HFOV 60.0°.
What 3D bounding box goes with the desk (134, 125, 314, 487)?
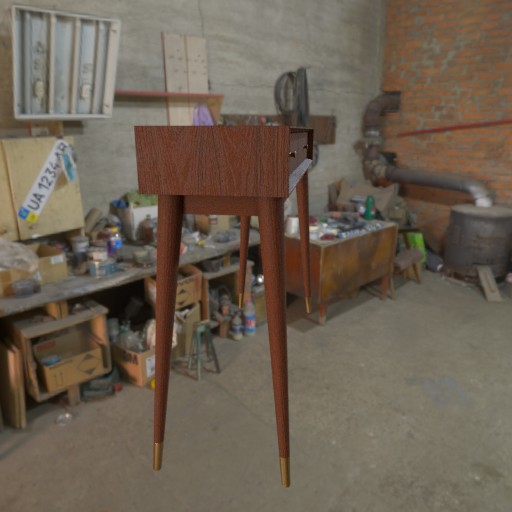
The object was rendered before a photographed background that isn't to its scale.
[{"bbox_3d":[0.000,0.000,1.643,0.384,0.917,1.204,3,16,9],"label":"desk"}]
